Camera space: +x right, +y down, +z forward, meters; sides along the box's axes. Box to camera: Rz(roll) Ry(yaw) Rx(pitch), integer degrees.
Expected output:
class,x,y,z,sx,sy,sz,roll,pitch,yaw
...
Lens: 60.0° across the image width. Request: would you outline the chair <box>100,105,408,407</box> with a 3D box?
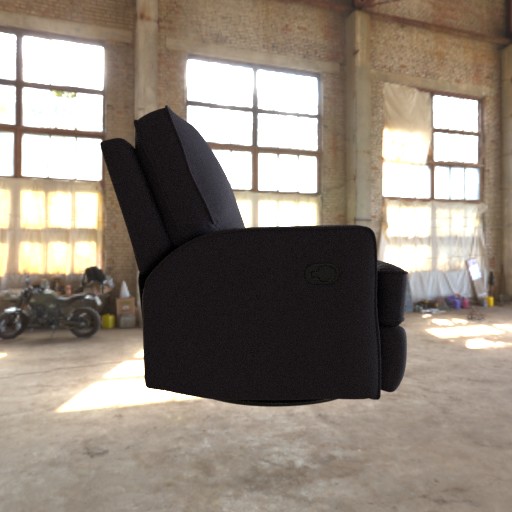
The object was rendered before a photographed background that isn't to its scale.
class,x,y,z,sx,sy,sz,roll,pitch,yaw
chair,0.000,0.000,1.736,0.964,0.962,0.861,0,0,1
